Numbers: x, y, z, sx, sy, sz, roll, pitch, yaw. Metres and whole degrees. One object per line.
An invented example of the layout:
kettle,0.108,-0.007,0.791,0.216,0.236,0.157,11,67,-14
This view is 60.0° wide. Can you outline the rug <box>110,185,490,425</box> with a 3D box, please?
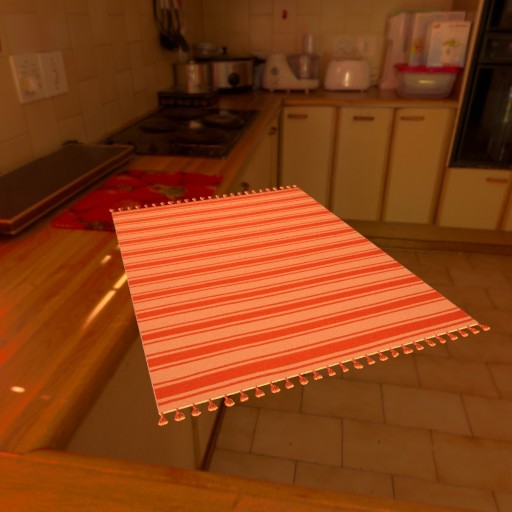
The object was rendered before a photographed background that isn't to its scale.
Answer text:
rug,0.000,0.000,4.273,2.451,0.035,3.369,-10,30,-18
